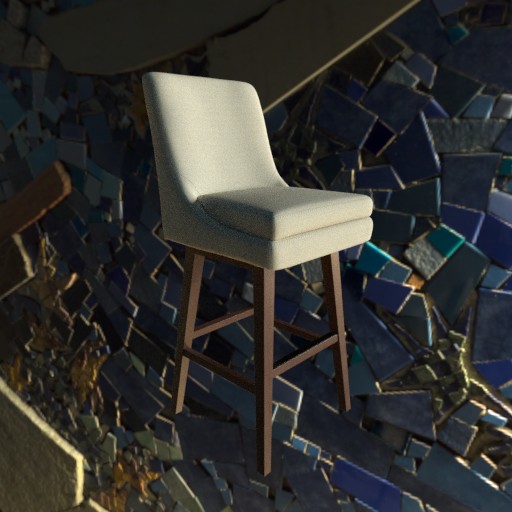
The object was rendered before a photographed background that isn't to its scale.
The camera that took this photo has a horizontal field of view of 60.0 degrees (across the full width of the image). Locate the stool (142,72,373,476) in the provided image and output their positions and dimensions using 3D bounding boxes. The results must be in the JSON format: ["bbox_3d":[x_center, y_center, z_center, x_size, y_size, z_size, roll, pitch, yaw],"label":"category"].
[{"bbox_3d":[0.000,0.000,1.399,0.559,1.093,0.483,14,21,42],"label":"stool"}]
